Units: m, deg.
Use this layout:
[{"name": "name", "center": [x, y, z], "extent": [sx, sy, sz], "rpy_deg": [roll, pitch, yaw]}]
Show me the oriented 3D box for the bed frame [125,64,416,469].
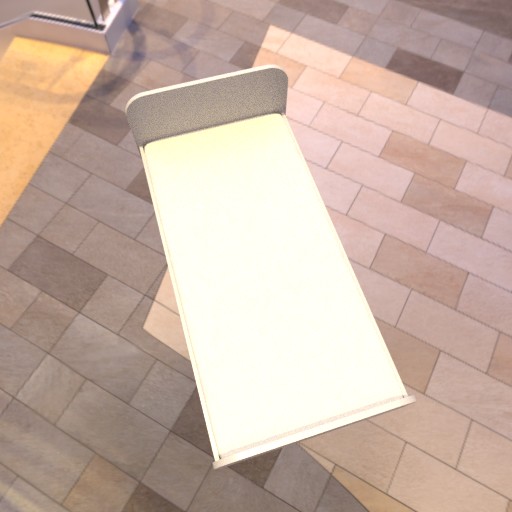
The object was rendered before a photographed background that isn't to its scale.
[{"name": "bed frame", "center": [0.000, 0.000, 2.497], "extent": [0.998, 0.805, 1.963], "rpy_deg": [-15, 65, -7]}]
